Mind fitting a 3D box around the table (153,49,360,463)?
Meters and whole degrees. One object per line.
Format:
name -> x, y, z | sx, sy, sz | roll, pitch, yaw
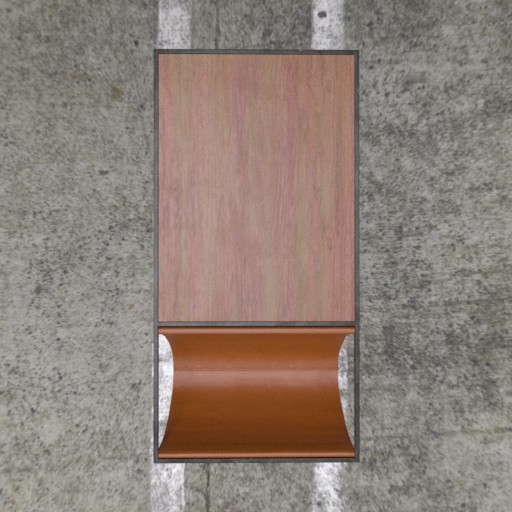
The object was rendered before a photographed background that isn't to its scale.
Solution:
table -> 0.000, 0.000, 1.482 | 0.597, 0.403, 1.199 | 0, 90, -1
